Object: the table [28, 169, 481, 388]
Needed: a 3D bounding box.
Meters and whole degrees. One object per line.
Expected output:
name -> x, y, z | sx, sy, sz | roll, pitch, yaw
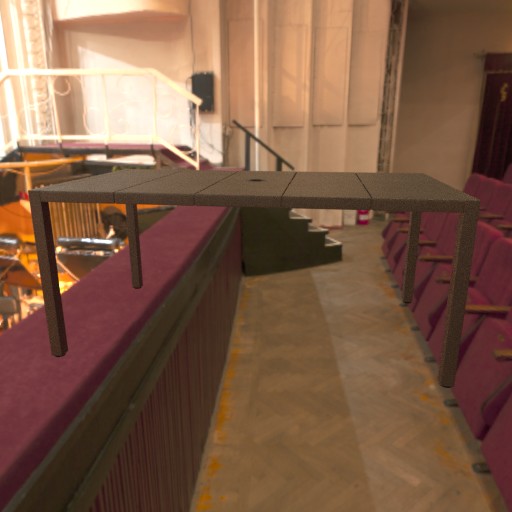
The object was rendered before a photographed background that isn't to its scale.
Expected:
table -> 0.000, 0.000, 2.158 | 1.680, 0.735, 0.914 | 2, 16, 8
